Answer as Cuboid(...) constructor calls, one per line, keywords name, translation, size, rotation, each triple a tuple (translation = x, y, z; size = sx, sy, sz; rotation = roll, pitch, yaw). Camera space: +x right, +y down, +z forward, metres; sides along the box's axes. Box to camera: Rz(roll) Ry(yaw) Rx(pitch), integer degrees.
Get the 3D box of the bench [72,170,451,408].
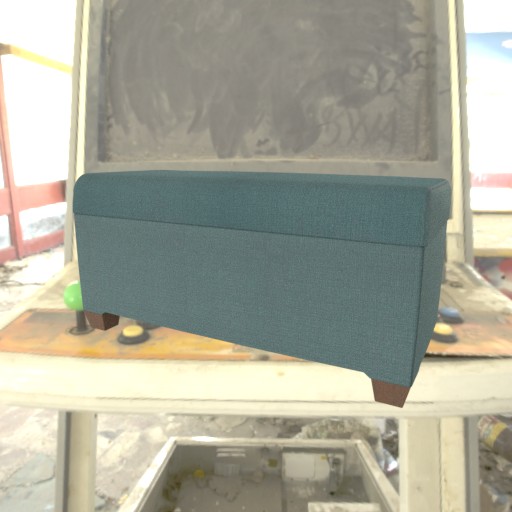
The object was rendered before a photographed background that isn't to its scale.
Cuboid(name="bench", translation=(0.000, 0.000, 1.280), size=(0.995, 0.474, 0.476), rotation=(7, 15, 27))
